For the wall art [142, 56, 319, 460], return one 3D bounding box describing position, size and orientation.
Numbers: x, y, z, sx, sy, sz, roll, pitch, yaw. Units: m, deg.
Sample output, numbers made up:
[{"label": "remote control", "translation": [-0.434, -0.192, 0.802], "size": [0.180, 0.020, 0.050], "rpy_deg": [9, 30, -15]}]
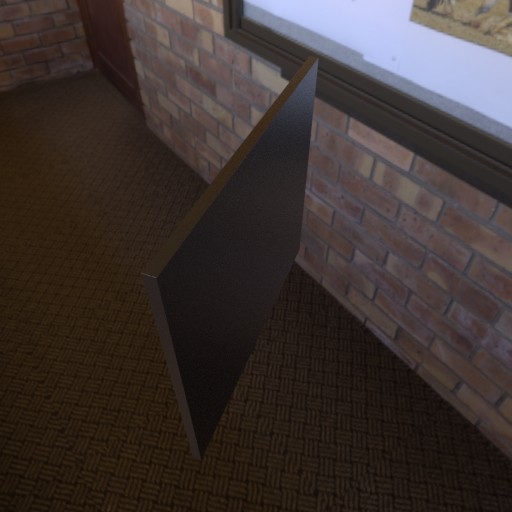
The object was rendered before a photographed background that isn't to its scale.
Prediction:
[{"label": "wall art", "translation": [0.000, 0.000, 0.536], "size": [0.012, 0.332, 0.383], "rpy_deg": [16, 48, 15]}]
